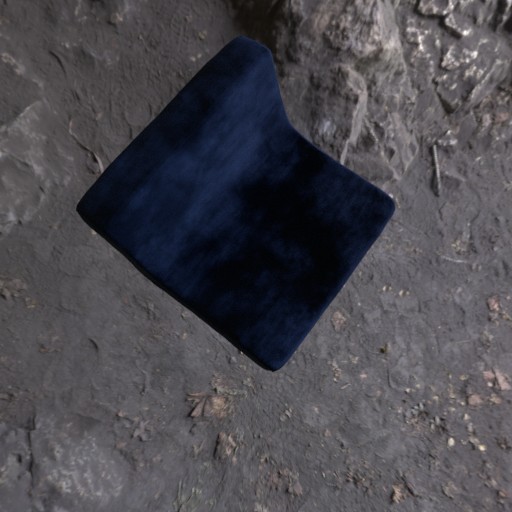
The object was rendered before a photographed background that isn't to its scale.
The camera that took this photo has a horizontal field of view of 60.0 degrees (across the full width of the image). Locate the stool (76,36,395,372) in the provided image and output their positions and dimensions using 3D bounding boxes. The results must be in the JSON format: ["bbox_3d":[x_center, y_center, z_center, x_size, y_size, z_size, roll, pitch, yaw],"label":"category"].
[{"bbox_3d":[0.000,0.000,1.314,0.500,1.037,0.511,36,77,9],"label":"stool"}]
